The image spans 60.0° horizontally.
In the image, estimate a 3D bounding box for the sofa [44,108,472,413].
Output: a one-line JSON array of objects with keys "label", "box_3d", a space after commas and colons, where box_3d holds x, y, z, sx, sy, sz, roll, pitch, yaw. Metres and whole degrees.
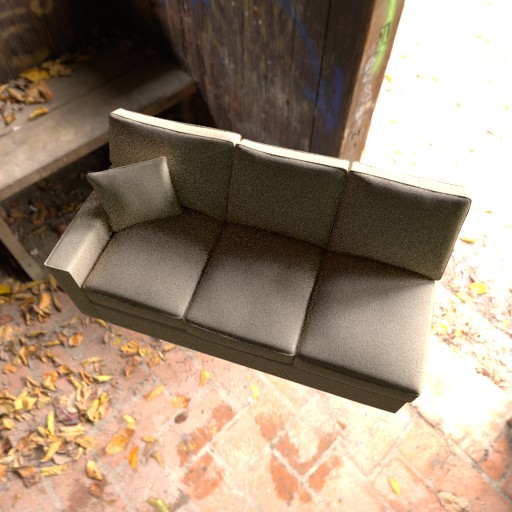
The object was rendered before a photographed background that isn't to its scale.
[{"label": "sofa", "box_3d": [0.000, 0.000, 2.467, 1.962, 0.946, 1.034, 15, 59, 10]}]
